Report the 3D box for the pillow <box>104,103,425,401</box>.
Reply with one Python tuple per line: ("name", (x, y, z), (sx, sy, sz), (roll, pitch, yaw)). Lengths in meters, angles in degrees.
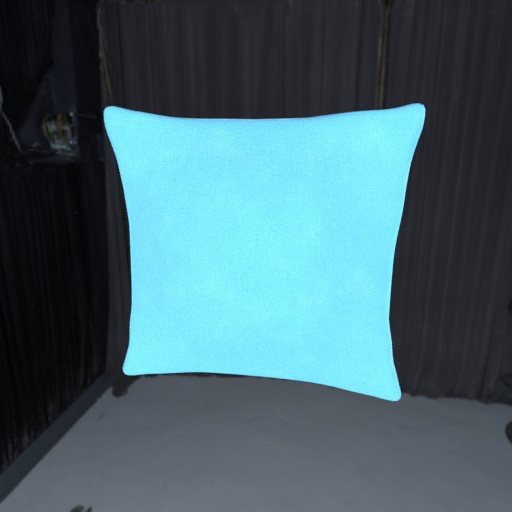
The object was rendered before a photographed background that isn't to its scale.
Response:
("pillow", (0.000, 0.000, 0.641), (0.433, 0.415, 0.151), (3, 15, 10))
